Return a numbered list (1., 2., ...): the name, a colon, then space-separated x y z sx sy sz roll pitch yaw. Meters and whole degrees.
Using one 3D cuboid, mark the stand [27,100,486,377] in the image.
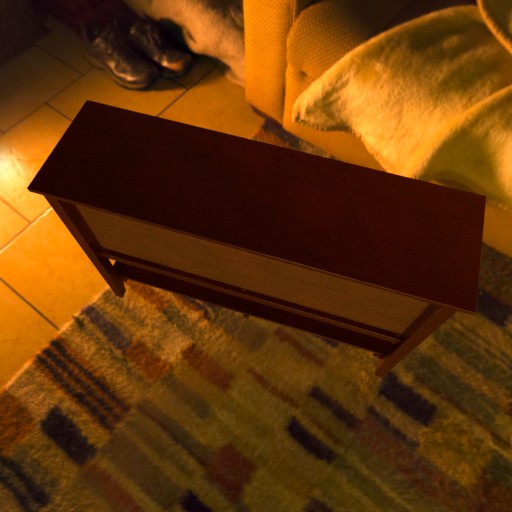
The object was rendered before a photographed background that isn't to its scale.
1. stand: 0.000 0.000 1.755 1.362 0.872 0.410 16 63 8
